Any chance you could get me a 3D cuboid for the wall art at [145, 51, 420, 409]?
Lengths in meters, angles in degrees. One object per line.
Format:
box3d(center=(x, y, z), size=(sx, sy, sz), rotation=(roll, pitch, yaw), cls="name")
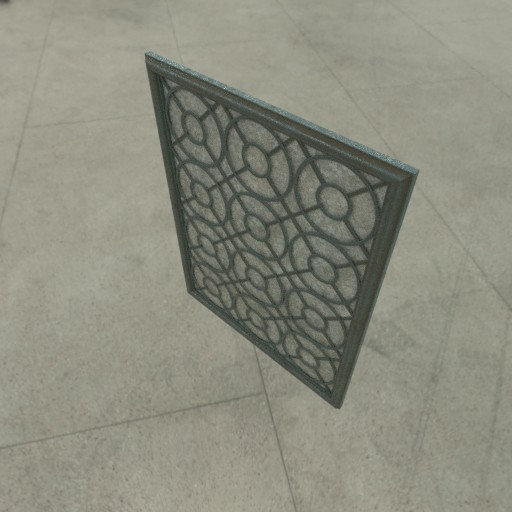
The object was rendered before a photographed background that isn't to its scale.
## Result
box3d(center=(0.000, 0.000, 1.325), size=(0.767, 0.983, 0.030), rotation=(33, 55, 27), cls="wall art")
